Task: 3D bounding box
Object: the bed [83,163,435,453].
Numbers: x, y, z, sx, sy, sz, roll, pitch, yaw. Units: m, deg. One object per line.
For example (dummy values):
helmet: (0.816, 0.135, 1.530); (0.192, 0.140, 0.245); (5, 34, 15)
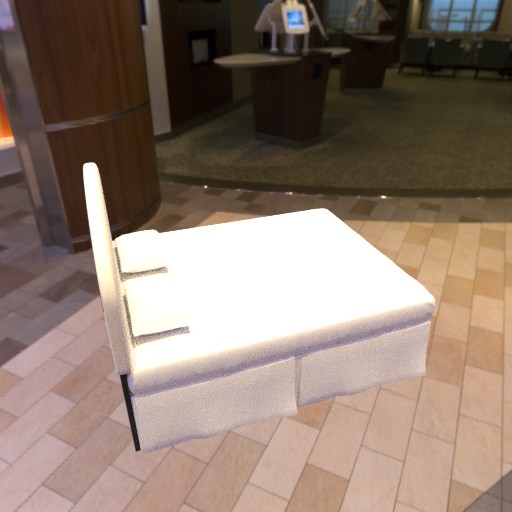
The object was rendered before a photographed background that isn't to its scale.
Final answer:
bed: (0.000, 0.000, 3.053); (2.005, 1.410, 1.607); (-10, 32, -17)
